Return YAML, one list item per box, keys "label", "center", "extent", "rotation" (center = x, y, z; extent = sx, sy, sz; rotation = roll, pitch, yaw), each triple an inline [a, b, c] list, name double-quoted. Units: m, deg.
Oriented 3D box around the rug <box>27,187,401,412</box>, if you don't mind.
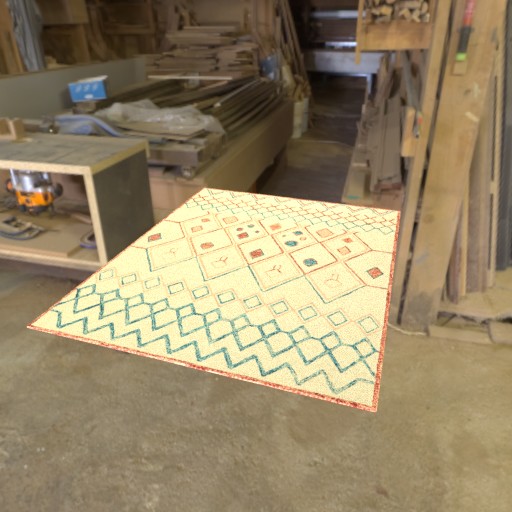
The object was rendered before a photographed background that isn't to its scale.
- label: "rug"
  center: [0.000, 0.000, 4.092]
  extent: [2.441, 0.016, 3.050]
  rotation: [9, 30, 16]
